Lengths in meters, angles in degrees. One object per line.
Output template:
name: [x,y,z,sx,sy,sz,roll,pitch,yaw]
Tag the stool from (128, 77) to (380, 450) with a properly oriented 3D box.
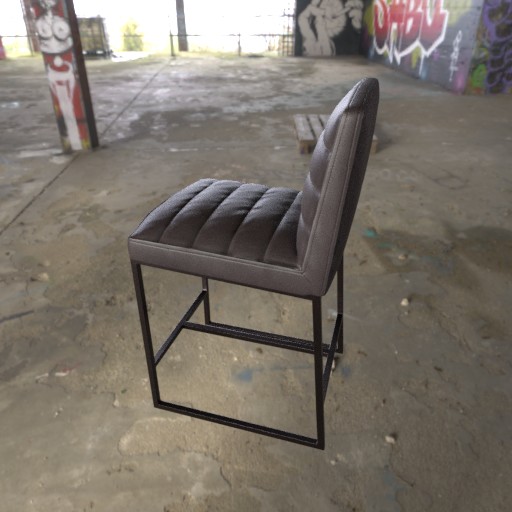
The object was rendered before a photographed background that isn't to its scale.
stool: [0.000,0.000,1.276,0.562,0.946,0.463,8,30,15]
